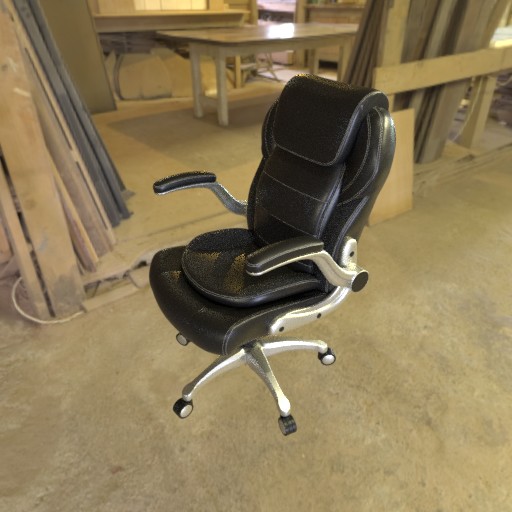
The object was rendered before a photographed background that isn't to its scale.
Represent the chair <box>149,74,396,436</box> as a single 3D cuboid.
[{"bbox_3d":[0.000,0.000,1.620,0.801,1.141,0.724,-19,36,-28],"label":"chair"}]
